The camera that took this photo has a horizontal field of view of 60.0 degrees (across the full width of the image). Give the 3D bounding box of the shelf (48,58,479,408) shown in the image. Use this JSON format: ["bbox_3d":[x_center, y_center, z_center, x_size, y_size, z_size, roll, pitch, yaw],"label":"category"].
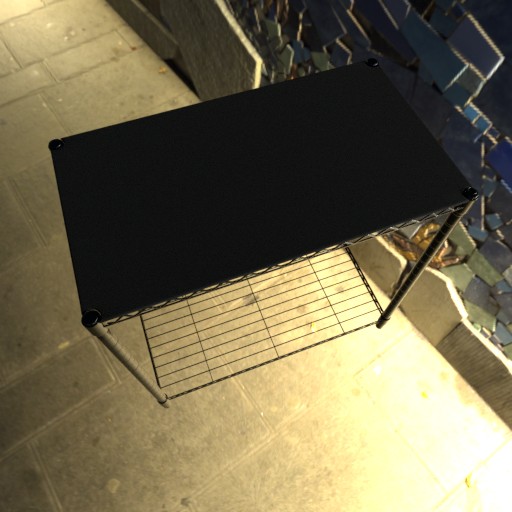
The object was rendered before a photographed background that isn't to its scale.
[{"bbox_3d":[0.000,0.000,0.925,0.589,0.564,0.338,-18,62,-10],"label":"shelf"}]
